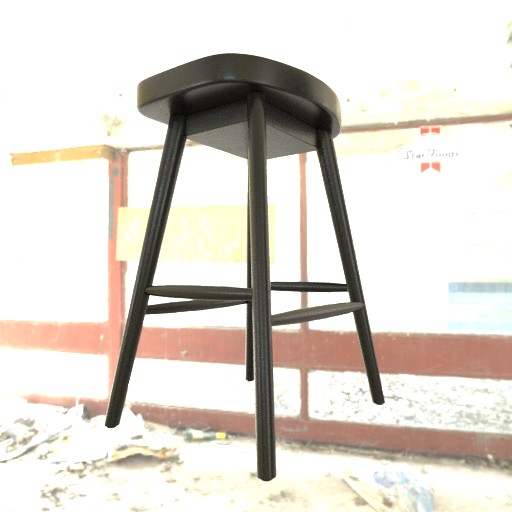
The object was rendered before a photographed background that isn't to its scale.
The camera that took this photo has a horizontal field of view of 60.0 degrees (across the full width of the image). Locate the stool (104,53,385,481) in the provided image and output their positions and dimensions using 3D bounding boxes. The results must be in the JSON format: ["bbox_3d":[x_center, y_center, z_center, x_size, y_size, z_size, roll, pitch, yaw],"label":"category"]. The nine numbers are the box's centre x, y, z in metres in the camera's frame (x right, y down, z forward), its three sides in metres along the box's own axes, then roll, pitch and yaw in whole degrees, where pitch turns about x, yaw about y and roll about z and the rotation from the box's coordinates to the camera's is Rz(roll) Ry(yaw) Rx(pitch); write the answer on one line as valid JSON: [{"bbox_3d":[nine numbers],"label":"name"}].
[{"bbox_3d":[0.000,0.000,0.869,0.361,0.615,0.440,-1,-2,36],"label":"stool"}]
